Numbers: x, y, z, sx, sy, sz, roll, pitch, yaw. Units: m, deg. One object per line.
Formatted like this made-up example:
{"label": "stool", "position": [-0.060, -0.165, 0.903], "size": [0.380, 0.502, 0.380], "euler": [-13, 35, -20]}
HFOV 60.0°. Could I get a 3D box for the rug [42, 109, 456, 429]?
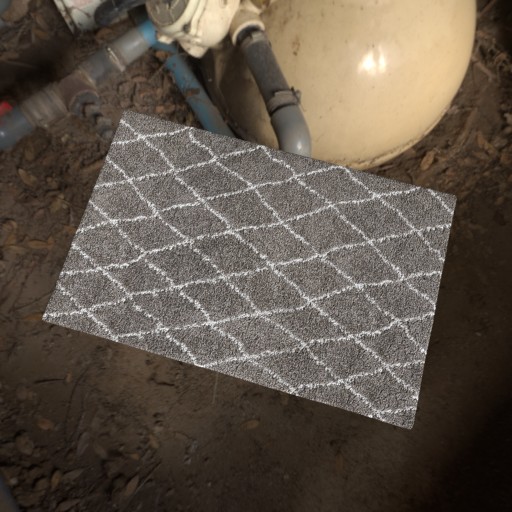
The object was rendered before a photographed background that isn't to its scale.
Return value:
{"label": "rug", "position": [0.000, 0.000, 3.339], "size": [2.743, 0.030, 1.778], "euler": [16, 77, 4]}
